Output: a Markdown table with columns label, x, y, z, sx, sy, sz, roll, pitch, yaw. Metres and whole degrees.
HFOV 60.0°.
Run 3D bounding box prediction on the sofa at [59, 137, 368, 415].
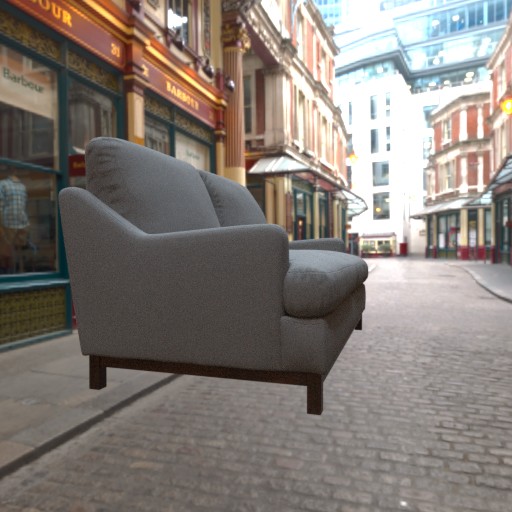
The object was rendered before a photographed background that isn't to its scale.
| label | x | y | z | sx | sy | sz | roll | pitch | yaw |
| --- | --- | --- | --- | --- | --- | --- | --- | --- | --- |
| sofa | 0.000 | 0.000 | 2.163 | 0.987 | 0.921 | 1.589 | 0 | 1 | 18 |
